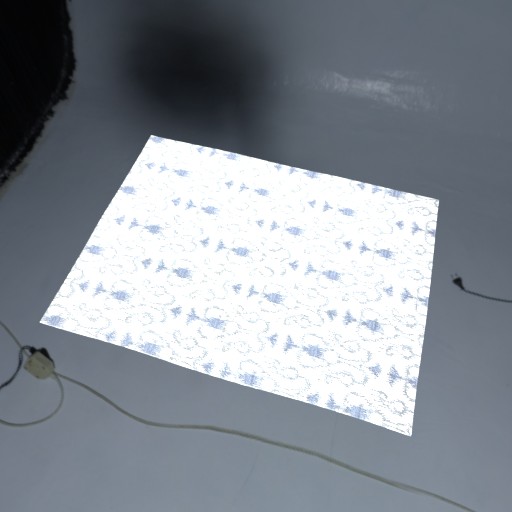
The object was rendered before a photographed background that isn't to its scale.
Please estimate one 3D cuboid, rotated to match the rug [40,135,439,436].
[{"bbox_3d":[0.000,0.000,2.954,2.261,0.013,1.676,15,60,9],"label":"rug"}]
